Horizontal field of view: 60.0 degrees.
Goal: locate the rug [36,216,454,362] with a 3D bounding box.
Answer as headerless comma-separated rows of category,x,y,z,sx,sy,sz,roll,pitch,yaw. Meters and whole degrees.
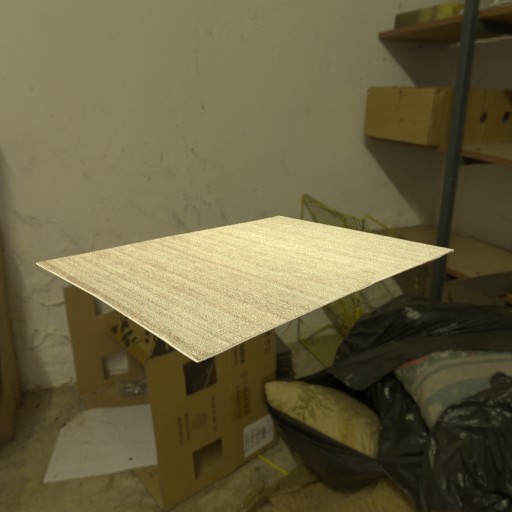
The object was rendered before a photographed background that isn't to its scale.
rug,0.000,0.000,4.231,3.202,0.045,2.434,-15,22,-41
